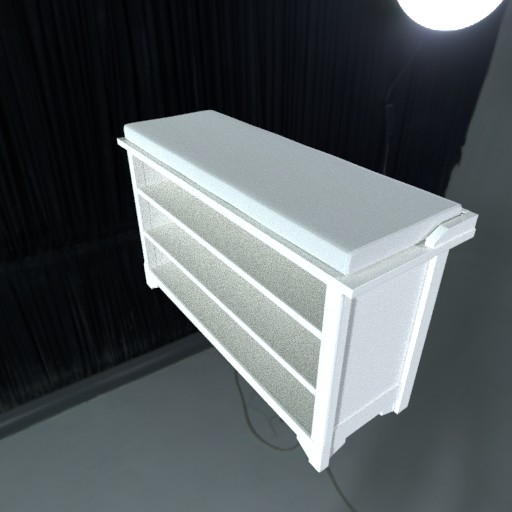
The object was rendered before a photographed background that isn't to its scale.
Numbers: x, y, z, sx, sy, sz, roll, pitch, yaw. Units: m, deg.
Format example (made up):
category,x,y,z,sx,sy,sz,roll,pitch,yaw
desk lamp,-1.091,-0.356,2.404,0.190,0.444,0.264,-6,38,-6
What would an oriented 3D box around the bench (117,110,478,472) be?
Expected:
category,x,y,z,sx,sy,sz,roll,pitch,yaw
bench,0.000,0.000,1.249,0.346,0.589,0.987,-21,37,-30
